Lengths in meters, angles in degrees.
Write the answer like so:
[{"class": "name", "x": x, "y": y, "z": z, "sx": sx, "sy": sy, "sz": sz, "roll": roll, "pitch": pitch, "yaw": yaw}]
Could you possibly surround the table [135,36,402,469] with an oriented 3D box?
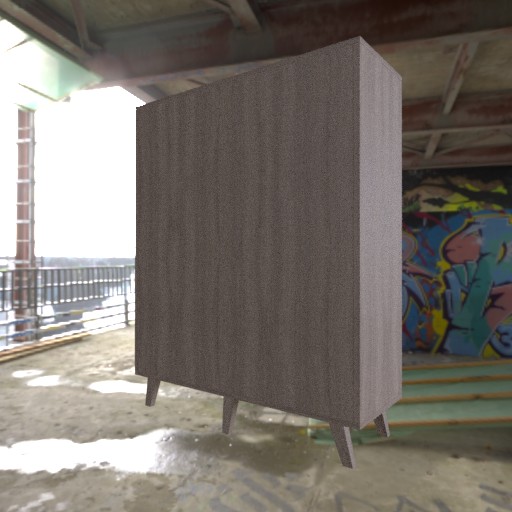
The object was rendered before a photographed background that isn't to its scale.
[{"class": "table", "x": 0.000, "y": 0.000, "z": 1.887, "sx": 1.111, "sy": 1.388, "sz": 0.398, "roll": 0, "pitch": 0, "yaw": 37}]
